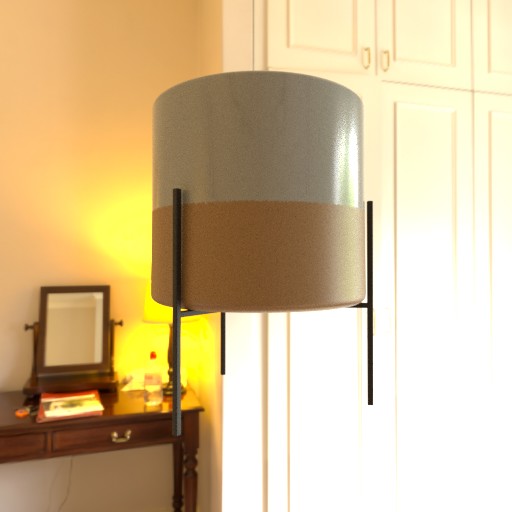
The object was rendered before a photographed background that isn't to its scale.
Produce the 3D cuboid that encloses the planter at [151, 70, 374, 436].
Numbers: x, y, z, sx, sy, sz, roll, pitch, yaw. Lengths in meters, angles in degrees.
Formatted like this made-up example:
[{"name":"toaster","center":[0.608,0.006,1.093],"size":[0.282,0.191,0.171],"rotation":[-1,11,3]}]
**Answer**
[{"name":"planter","center":[0.000,0.000,0.733],"size":[0.348,0.480,0.360],"rotation":[0,-1,37]}]
